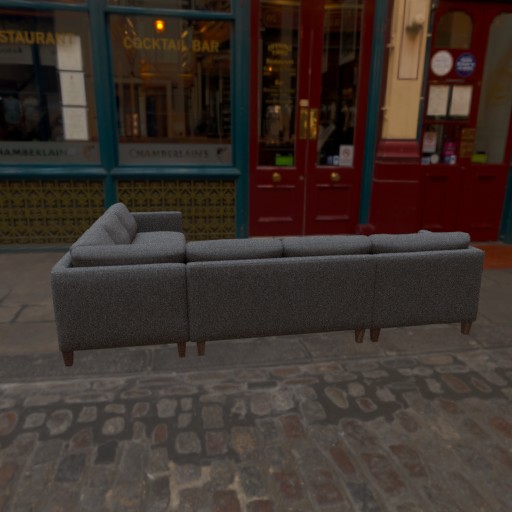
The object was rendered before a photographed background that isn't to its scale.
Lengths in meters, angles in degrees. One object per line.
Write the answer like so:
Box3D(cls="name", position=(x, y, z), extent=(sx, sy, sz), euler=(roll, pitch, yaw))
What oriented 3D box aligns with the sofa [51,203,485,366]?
Box3D(cls="sofa", position=(0.000, 0.000, 4.433), extent=(3.238, 0.853, 2.551), euler=(-3, 15, -10))
